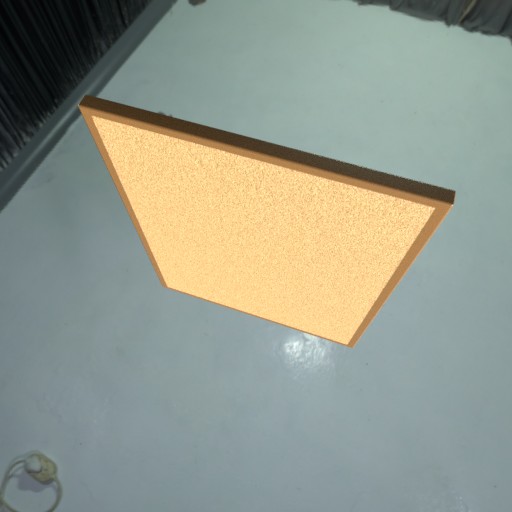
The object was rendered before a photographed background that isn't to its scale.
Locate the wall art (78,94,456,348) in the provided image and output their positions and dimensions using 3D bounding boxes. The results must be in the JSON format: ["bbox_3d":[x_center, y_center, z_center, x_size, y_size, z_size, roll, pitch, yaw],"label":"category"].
[{"bbox_3d":[0.000,0.000,0.517,0.310,0.379,0.015,17,64,9],"label":"wall art"}]
